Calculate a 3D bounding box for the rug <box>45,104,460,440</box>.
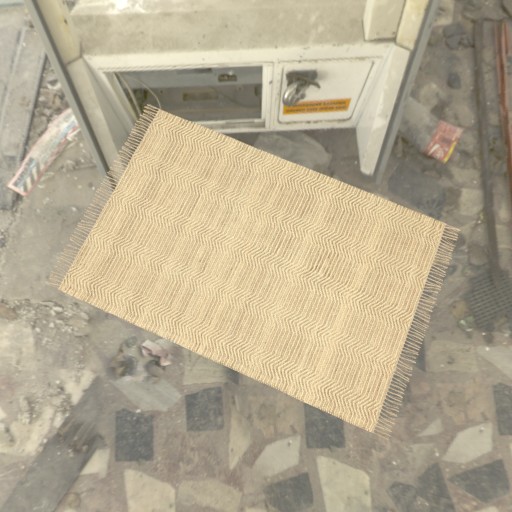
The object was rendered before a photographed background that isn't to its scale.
[{"bbox_3d":[0.000,0.000,2.476,2.021,0.027,1.224,23,77,6],"label":"rug"}]
